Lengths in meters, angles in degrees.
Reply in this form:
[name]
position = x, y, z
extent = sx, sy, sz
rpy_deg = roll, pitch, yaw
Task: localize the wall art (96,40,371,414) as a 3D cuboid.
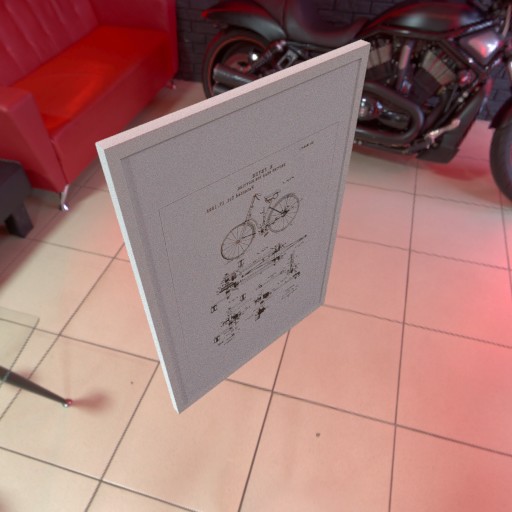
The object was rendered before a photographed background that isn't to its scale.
[wall art]
position = 0.000, 0.000, 0.600
extent = 0.332, 0.477, 0.015
rpy_deg = -32, 54, -27
